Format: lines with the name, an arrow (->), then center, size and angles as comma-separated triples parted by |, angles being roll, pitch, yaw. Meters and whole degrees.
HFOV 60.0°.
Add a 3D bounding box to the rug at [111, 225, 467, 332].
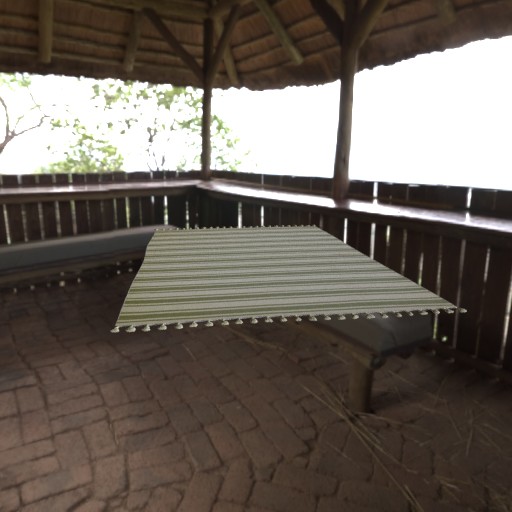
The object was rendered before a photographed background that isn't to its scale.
rug -> 0.000, 0.000, 2.304 | 1.162, 0.013, 1.875 | -2, 13, -8
